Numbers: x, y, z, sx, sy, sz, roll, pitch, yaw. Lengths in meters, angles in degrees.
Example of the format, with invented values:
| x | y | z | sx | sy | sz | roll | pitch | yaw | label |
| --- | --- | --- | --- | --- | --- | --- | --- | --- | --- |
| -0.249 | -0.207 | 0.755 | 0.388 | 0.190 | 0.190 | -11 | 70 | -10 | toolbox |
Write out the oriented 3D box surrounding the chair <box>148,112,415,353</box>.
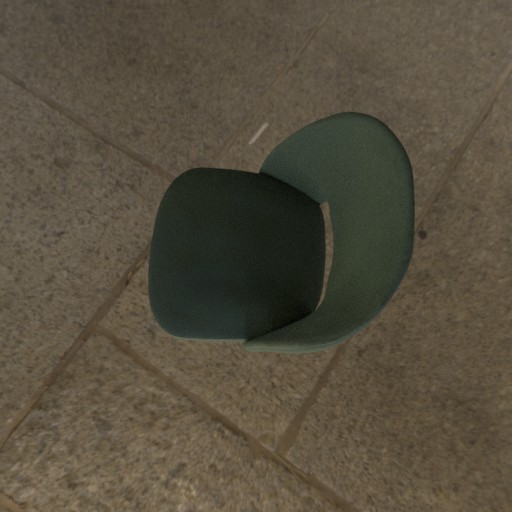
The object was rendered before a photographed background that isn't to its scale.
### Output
| x | y | z | sx | sy | sz | roll | pitch | yaw | label |
| --- | --- | --- | --- | --- | --- | --- | --- | --- | --- |
| 0.000 | 0.000 | 1.216 | 0.577 | 0.860 | 0.527 | 5 | 75 | 1 | chair |
